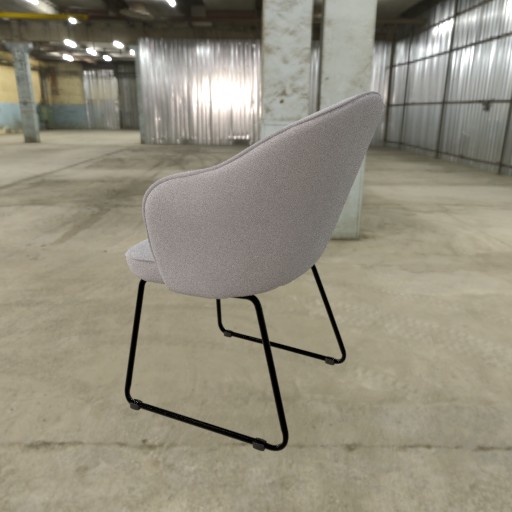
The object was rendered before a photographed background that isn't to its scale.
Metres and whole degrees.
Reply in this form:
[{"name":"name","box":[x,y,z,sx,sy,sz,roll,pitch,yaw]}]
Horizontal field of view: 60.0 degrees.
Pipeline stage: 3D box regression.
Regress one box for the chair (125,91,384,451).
[{"name":"chair","box":[0.000,0.000,1.193,0.592,0.817,0.570,9,20,26]}]
